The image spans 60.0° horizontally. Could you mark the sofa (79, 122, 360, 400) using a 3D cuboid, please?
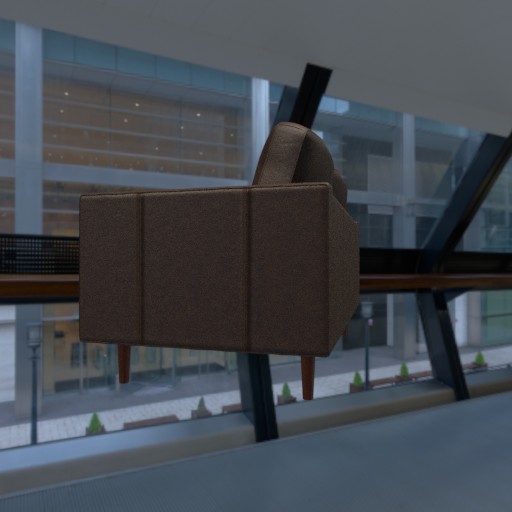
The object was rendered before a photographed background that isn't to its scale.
[{"bbox_3d":[0.000,0.000,2.184,0.909,0.951,1.578,0,0,16],"label":"sofa"}]
